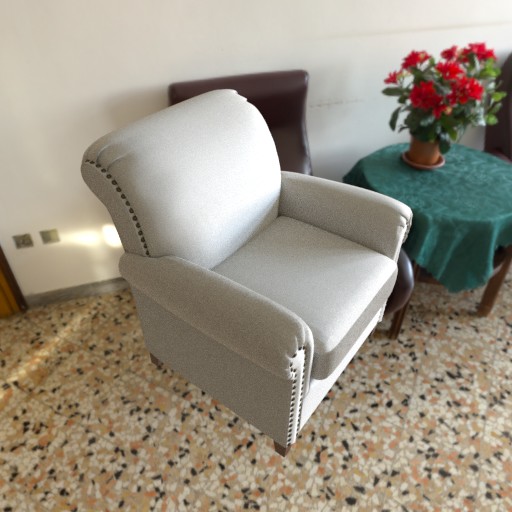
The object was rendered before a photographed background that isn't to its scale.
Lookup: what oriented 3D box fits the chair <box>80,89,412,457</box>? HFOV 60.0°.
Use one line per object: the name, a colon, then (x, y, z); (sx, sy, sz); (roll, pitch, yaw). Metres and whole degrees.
chair: (0.000, 0.000, 1.591); (0.890, 0.927, 0.854); (25, 45, 28)
